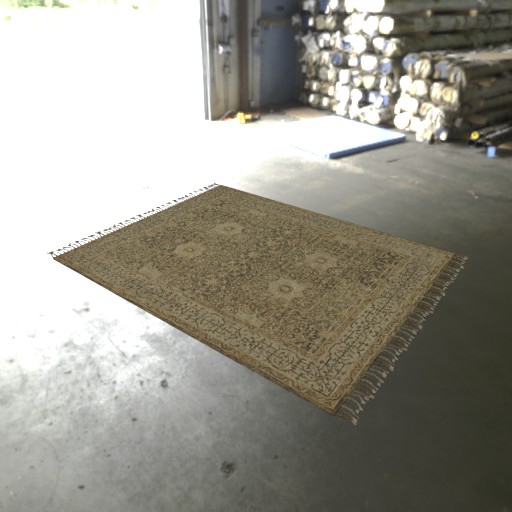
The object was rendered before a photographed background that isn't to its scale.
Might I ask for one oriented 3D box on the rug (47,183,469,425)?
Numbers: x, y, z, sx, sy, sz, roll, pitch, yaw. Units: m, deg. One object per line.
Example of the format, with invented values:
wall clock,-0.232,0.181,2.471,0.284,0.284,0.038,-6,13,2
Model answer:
rug,0.000,0.000,4.248,3.291,0.017,2.431,21,36,32
